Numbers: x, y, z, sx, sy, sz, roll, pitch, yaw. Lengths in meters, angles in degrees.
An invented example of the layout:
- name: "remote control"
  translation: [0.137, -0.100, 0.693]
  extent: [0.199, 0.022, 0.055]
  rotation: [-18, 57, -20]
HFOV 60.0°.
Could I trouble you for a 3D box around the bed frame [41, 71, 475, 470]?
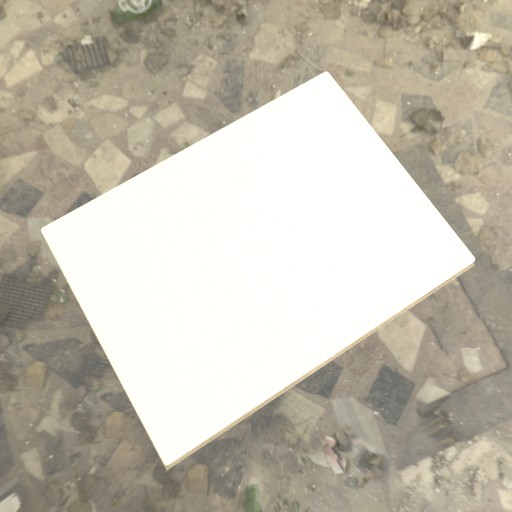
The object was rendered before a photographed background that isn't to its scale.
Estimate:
- name: "bed frame"
  translation: [0.000, 0.000, 2.613]
  extent: [1.944, 0.490, 1.448]
  rotation: [-31, 77, -8]
